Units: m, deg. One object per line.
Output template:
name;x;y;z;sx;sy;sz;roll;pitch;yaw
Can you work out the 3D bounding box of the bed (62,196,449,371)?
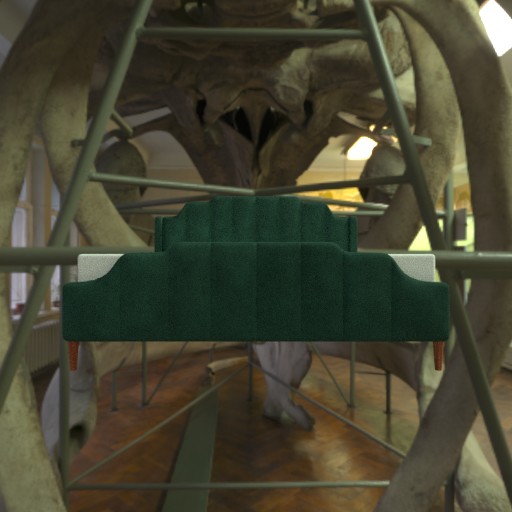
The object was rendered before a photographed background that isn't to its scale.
bed;0.000;0.000;3.491;2.074;1.245;2.340;0;0;0
